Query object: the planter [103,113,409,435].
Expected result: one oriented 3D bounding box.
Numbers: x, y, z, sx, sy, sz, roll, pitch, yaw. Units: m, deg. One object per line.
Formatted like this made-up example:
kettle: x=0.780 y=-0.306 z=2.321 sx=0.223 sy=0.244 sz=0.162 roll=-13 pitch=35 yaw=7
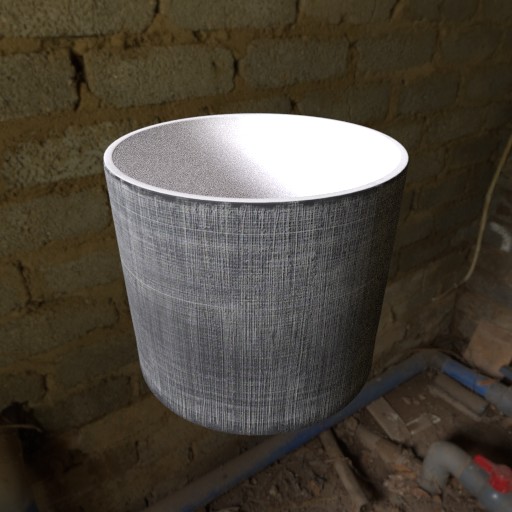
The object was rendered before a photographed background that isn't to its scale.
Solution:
planter: x=0.000 y=0.000 z=0.438 sx=0.254 sy=0.221 sz=0.254 roll=0 pitch=30 yaw=0
